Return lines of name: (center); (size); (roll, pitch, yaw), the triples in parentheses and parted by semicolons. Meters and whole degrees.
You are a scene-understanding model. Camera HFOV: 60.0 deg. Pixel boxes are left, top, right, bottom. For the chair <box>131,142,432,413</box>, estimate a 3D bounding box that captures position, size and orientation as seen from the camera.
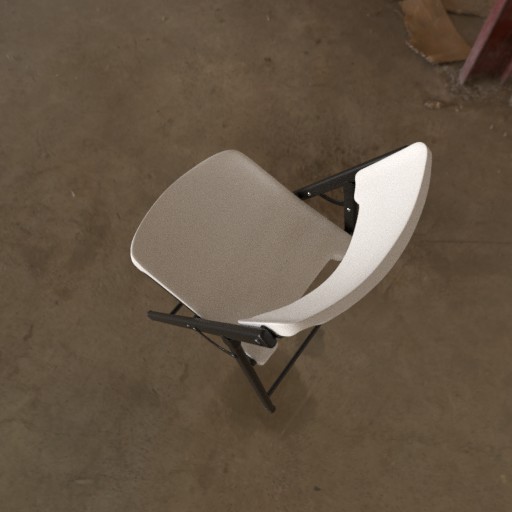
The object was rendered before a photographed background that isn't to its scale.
chair: (0.000, 0.000, 1.104); (0.577, 0.765, 0.482); (34, 69, 15)
